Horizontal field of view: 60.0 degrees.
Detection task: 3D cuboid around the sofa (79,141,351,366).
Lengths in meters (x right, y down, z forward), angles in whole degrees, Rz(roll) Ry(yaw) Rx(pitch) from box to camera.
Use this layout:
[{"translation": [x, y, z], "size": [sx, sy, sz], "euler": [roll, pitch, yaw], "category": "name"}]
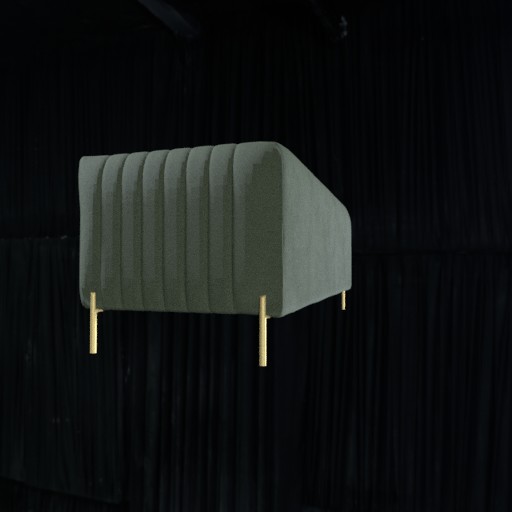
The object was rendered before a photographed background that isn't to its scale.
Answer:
[{"translation": [0.000, 0.000, 2.614], "size": [0.896, 0.793, 2.137], "euler": [0, -1, 18], "category": "sofa"}]
